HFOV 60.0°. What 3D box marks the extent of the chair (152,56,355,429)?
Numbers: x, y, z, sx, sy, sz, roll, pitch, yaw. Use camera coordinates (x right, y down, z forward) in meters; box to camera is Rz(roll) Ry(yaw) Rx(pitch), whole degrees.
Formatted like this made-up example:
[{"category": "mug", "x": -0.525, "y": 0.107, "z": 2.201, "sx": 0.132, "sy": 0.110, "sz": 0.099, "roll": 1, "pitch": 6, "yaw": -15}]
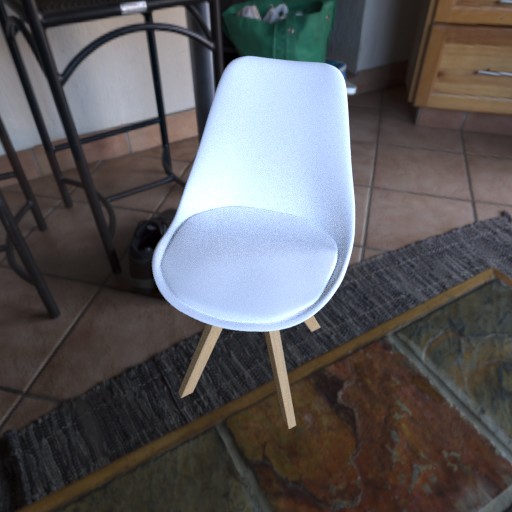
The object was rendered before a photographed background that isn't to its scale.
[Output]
[{"category": "chair", "x": 0.000, "y": 0.000, "z": 1.180, "sx": 0.485, "sy": 0.849, "sz": 0.550, "roll": 11, "pitch": 43, "yaw": 13}]
